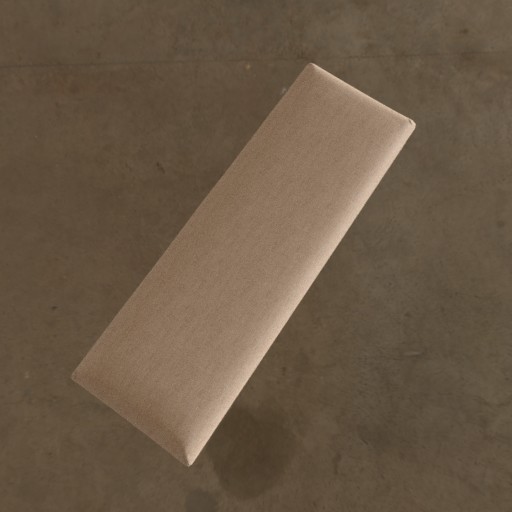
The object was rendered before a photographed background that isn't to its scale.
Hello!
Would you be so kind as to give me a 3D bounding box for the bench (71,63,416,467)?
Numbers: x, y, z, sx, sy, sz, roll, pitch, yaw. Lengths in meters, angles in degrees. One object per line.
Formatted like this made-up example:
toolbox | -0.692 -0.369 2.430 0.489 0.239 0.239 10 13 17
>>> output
bench | 0.000 0.000 1.475 0.410 0.457 1.219 34 78 8
